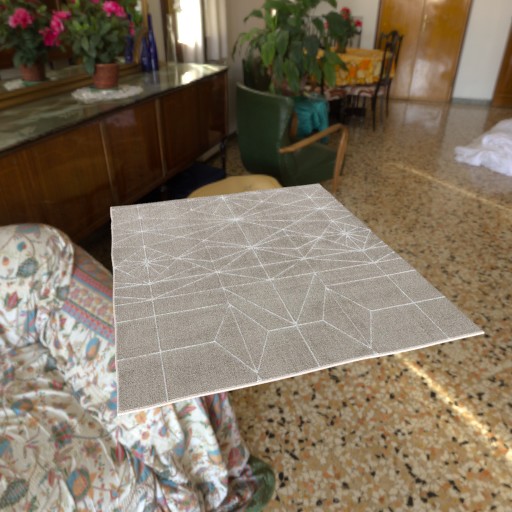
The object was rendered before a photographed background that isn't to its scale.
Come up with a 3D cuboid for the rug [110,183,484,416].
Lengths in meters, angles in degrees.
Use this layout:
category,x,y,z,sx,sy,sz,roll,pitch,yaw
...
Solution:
category,x,y,z,sx,sy,sz,roll,pitch,yaw
rug,0.000,0.000,0.878,0.548,0.006,0.639,-9,32,-14
